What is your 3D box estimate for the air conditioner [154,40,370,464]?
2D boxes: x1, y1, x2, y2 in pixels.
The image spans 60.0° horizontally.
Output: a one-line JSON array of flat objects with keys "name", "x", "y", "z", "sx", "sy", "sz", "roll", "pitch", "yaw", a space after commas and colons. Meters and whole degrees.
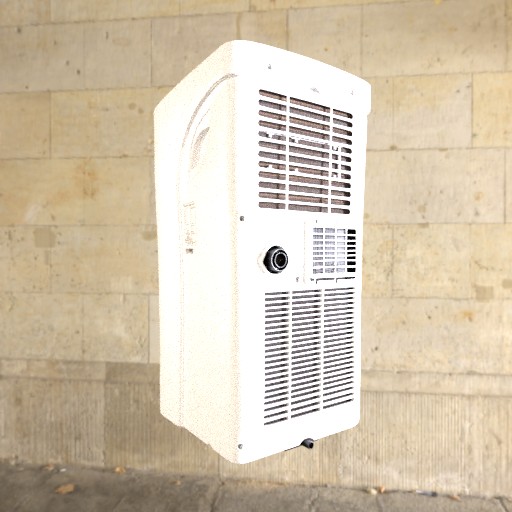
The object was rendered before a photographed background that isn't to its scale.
[{"name": "air conditioner", "x": 0.000, "y": 0.000, "z": 0.943, "sx": 0.352, "sy": 0.716, "sz": 0.369, "roll": 0, "pitch": 0, "yaw": -36}]
